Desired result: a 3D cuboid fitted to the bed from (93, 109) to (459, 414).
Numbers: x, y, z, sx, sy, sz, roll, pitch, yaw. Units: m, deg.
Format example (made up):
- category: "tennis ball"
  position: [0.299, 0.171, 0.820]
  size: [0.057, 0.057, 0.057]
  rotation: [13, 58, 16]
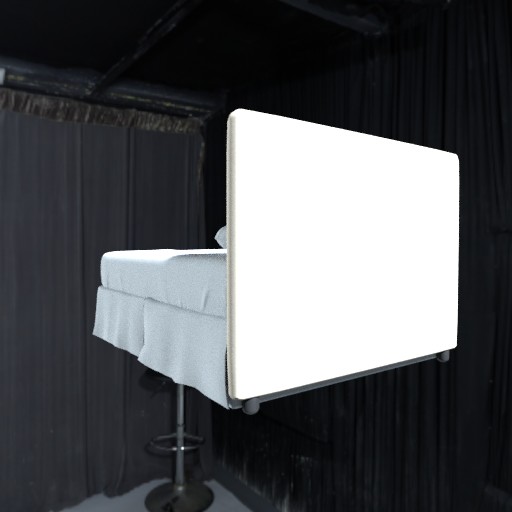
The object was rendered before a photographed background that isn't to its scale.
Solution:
- category: "bed"
  position: [0.000, 0.000, 3.196]
  size: [1.748, 1.330, 2.142]
  rotation: [-1, 2, -35]
